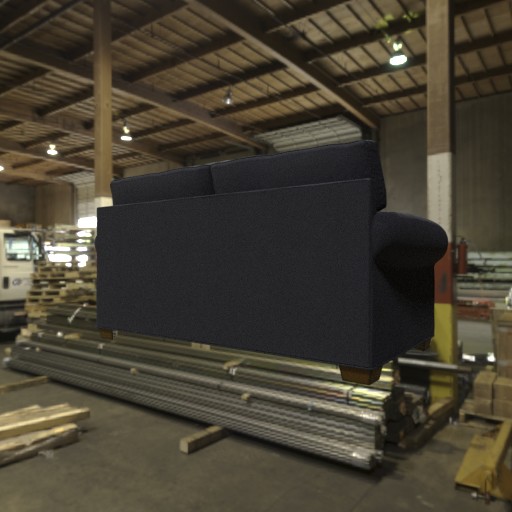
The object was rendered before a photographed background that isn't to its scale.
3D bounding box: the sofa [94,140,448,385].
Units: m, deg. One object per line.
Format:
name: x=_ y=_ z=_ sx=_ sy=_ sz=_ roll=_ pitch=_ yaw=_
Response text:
sofa: x=0.000 y=0.000 z=2.634 sx=2.009 sy=1.031 sz=0.951 roll=0 pitch=0 yaw=36
